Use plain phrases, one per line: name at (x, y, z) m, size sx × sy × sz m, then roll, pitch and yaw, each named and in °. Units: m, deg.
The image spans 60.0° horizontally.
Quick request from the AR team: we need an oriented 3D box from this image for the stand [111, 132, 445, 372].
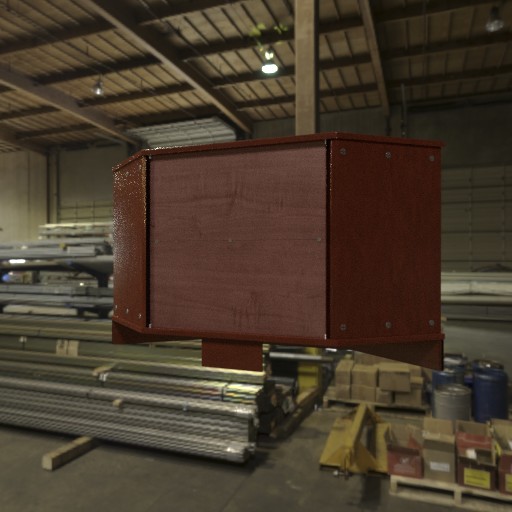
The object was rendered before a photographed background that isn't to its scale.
stand at (0.000, 0.000, 1.365) m, size 1.072 × 0.614 × 0.381 m, roll 0°, pitch 0°, yaw 20°
